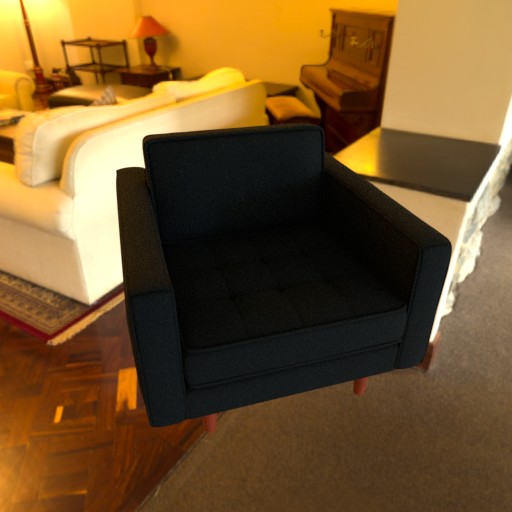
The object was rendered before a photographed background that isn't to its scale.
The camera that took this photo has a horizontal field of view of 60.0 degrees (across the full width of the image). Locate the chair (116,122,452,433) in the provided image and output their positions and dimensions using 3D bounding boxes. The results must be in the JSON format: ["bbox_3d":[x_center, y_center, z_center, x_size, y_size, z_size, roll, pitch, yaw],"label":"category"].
[{"bbox_3d":[0.000,0.000,1.570,0.899,0.770,0.920,-9,32,-14],"label":"chair"}]
